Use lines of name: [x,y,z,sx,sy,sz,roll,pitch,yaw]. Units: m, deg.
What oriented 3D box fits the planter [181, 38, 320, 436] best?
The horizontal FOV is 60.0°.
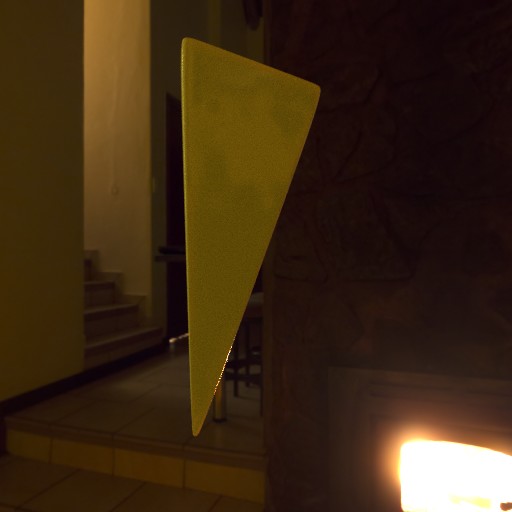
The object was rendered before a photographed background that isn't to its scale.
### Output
planter: [0.000,0.000,0.220,0.064,0.178,0.080,0,0,-1]
